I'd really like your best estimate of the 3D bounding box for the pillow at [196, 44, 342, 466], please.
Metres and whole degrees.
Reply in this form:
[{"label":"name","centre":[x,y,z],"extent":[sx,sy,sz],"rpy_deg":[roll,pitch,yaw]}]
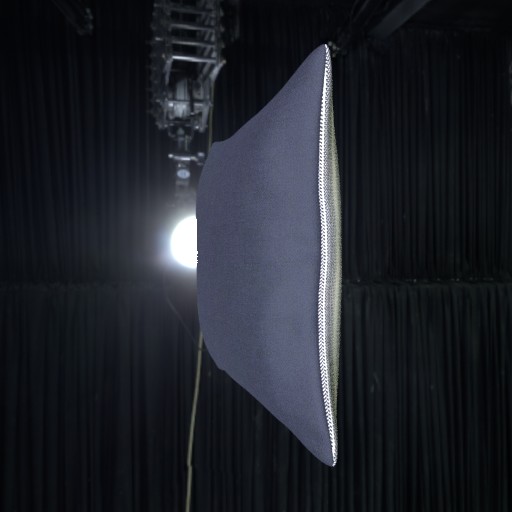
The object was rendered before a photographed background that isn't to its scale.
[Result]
[{"label":"pillow","centre":[0.000,0.000,0.770],"extent":[0.166,0.508,0.520],"rpy_deg":[0,1,-20]}]
